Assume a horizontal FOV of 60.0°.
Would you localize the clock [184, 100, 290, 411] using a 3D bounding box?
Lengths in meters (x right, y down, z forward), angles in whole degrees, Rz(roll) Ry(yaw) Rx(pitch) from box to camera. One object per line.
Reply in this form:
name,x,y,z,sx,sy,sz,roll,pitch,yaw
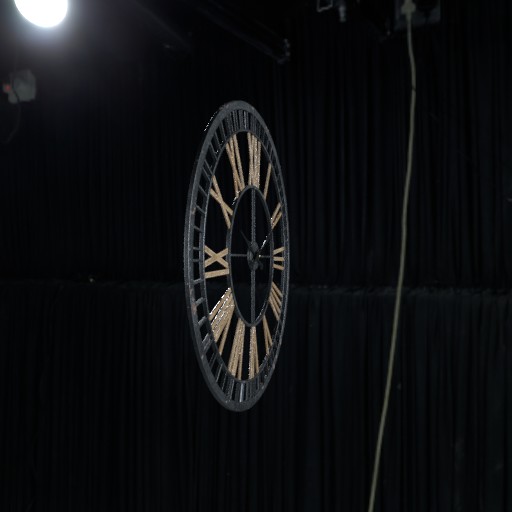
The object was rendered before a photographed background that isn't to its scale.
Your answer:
clock,0.000,0.000,1.265,0.025,0.843,0.843,0,0,18
